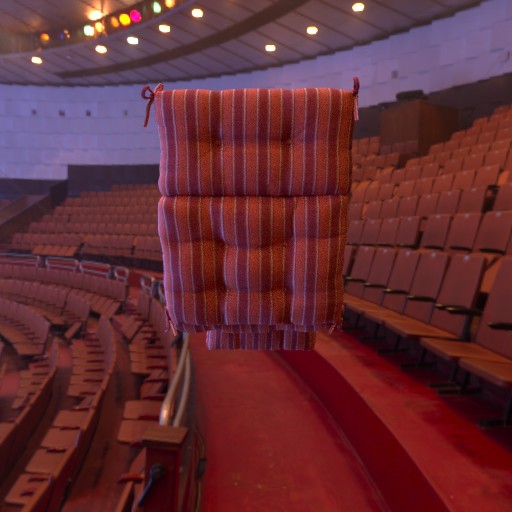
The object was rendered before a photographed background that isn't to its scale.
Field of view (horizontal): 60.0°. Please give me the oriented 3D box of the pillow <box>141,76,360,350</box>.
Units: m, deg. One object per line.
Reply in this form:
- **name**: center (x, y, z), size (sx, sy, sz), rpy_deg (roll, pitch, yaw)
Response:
- **pillow**: center (0.000, 0.000, 1.511), size (0.526, 0.863, 1.016), rpy_deg (0, 2, 2)
